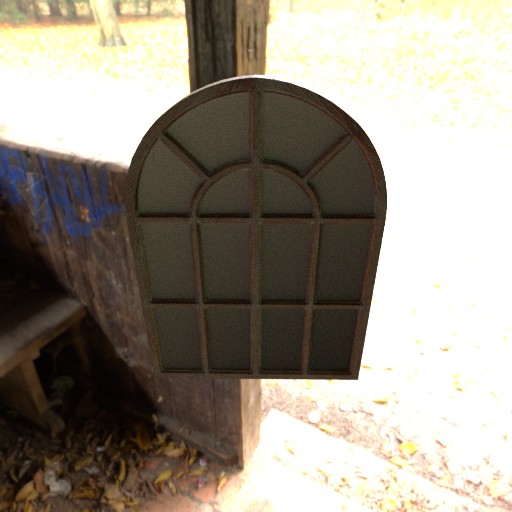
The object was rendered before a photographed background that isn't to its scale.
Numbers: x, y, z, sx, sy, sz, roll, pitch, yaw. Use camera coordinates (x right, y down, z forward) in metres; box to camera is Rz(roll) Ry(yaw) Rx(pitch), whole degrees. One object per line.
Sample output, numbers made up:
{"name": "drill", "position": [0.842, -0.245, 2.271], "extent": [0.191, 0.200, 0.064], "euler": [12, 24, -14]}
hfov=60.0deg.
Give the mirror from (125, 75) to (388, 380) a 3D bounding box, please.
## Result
{"name": "mirror", "position": [0.000, 0.000, 1.204], "extent": [0.660, 0.920, 0.032], "euler": [0, 32, 1]}
